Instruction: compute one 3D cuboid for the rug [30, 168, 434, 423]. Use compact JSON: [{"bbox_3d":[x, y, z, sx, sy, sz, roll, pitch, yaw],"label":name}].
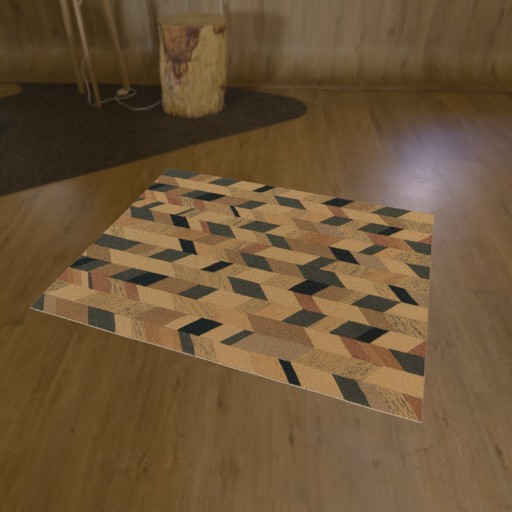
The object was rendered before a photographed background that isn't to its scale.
[{"bbox_3d":[0.000,0.000,4.089,3.072,0.011,2.451,12,42,14],"label":"rug"}]
